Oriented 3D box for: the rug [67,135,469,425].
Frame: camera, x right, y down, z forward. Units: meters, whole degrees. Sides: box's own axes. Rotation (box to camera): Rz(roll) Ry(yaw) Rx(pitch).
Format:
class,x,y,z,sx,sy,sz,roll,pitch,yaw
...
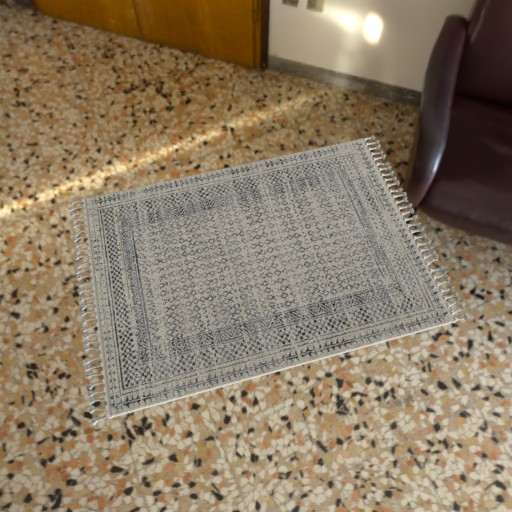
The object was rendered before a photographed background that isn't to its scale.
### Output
class,x,y,z,sx,sy,sz,roll,pitch,yaw
rug,0.000,0.000,2.336,1.872,0.013,1.243,-14,63,-7
